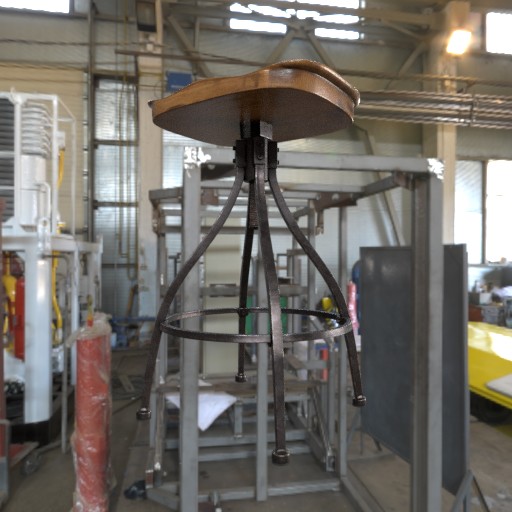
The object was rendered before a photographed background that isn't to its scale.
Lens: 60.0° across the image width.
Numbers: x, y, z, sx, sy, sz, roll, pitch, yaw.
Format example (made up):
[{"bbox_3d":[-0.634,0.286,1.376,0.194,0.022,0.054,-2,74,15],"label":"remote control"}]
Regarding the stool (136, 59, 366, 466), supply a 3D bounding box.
[{"bbox_3d":[0.000,0.000,0.987,0.432,0.694,0.424,0,0,35],"label":"stool"}]
